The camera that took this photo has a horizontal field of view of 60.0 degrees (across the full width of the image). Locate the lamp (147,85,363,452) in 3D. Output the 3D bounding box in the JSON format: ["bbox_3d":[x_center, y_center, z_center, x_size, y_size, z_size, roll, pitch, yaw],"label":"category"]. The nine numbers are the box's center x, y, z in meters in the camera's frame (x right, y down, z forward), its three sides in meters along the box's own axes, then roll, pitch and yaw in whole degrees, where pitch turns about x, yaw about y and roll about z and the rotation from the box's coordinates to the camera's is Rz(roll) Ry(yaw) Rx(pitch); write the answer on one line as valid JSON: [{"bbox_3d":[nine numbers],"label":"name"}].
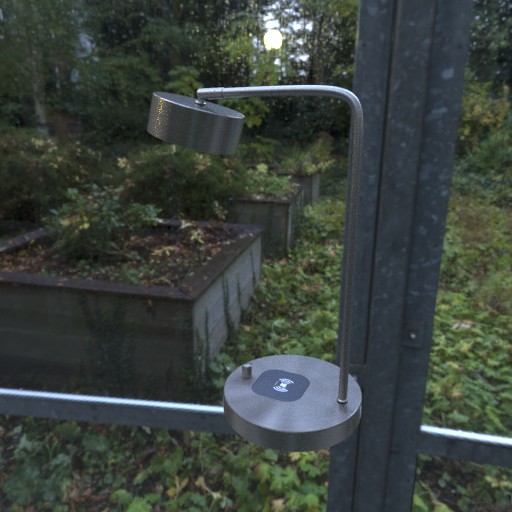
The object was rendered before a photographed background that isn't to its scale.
[{"bbox_3d":[0.000,0.000,0.652,0.334,0.469,0.211,8,17,25],"label":"lamp"}]
